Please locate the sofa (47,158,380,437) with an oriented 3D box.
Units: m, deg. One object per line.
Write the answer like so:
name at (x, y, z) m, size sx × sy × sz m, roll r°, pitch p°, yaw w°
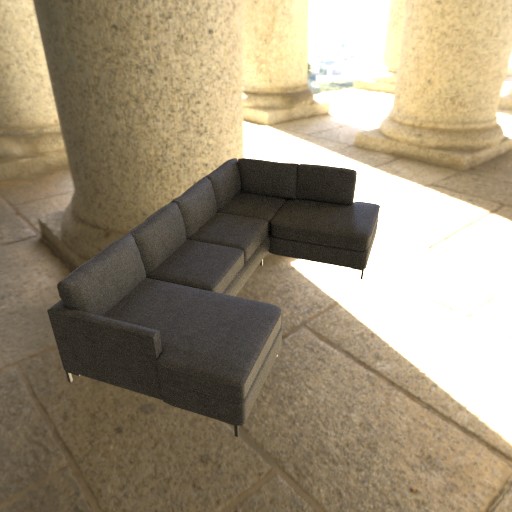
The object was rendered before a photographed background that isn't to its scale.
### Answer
sofa at (0.000, 0.000, 4.428) m, size 2.048 × 0.999 × 3.423 m, roll 10°, pitch 31°, yaw 18°
